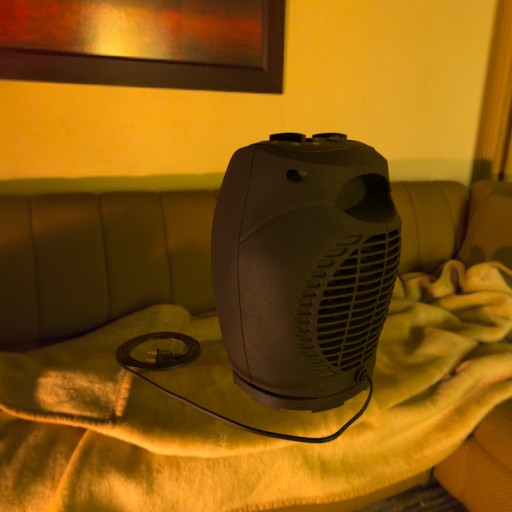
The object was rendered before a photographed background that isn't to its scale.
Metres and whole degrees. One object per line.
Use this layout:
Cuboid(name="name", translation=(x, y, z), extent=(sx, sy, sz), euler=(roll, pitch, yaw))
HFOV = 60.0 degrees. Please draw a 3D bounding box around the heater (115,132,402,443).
Cuboid(name="heater", translation=(0.000, 0.000, 0.475), extent=(0.239, 0.255, 0.291), euler=(-14, 21, -41))
